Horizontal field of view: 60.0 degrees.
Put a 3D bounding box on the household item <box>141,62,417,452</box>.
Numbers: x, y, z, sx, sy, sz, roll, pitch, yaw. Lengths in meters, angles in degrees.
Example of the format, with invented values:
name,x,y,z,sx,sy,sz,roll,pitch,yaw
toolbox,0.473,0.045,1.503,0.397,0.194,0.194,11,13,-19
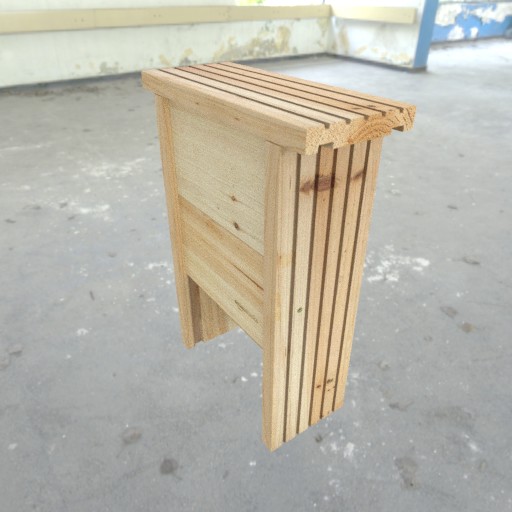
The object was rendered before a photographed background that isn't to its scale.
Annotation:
name,x,y,z,sx,sy,sz,roll,pitch,yaw
household item,0.000,0.000,0.556,0.123,0.407,0.301,-20,37,-29
